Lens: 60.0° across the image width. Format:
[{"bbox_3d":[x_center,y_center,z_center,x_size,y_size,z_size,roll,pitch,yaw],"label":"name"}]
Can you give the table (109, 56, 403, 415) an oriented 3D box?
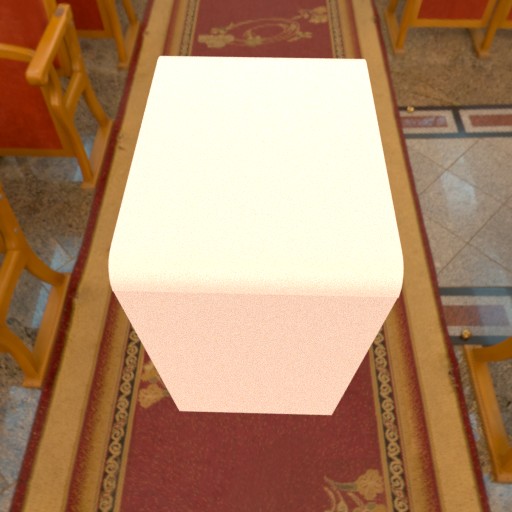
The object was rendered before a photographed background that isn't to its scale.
[{"bbox_3d":[0.000,0.000,0.866,0.350,0.590,0.450,1,56,1],"label":"table"}]
